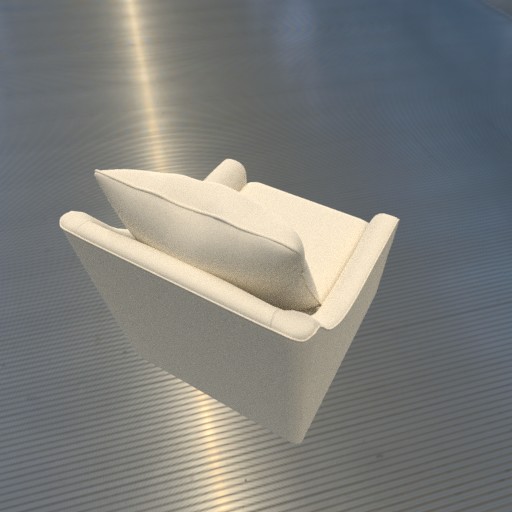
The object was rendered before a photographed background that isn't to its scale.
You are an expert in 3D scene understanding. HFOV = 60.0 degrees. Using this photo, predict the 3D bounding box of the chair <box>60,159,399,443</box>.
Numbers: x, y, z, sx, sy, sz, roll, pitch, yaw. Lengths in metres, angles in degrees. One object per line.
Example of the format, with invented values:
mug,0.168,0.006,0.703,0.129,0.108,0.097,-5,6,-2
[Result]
chair,0.000,0.000,1.546,0.756,0.965,0.876,23,51,20
